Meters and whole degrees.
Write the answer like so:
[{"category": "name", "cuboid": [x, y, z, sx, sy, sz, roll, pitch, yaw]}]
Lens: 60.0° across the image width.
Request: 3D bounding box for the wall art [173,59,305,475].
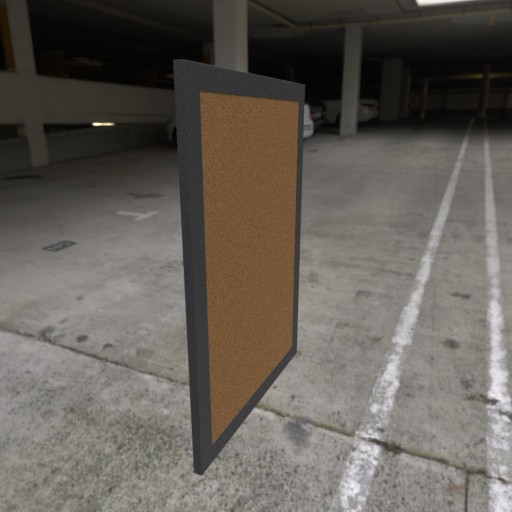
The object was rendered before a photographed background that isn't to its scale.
[{"category": "wall art", "cuboid": [0.000, 0.000, 0.705, 0.013, 0.534, 0.380, 8, 19, 24]}]
